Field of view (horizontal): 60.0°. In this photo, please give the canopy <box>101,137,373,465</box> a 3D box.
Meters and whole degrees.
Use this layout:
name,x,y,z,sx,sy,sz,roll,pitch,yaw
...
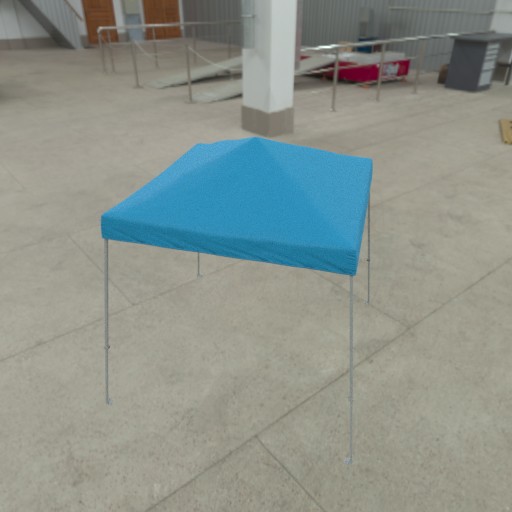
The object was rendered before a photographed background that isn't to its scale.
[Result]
name,x,y,z,sx,sy,sz,roll,pitch,yaw
canopy,0.000,0.000,6.671,3.599,3.600,3.600,8,32,14
